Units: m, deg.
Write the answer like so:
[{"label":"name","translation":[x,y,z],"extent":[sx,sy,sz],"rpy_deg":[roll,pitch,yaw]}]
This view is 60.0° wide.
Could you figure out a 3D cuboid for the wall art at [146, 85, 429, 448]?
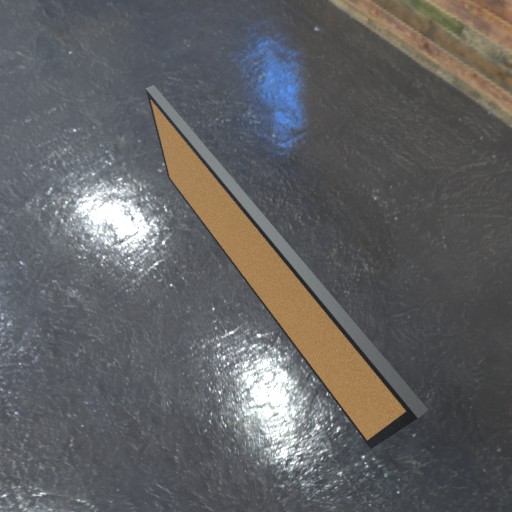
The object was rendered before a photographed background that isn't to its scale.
[{"label":"wall art","translation":[0.000,0.000,1.737],"extent":[0.041,0.554,1.572],"rpy_deg":[-30,63,-17]}]
